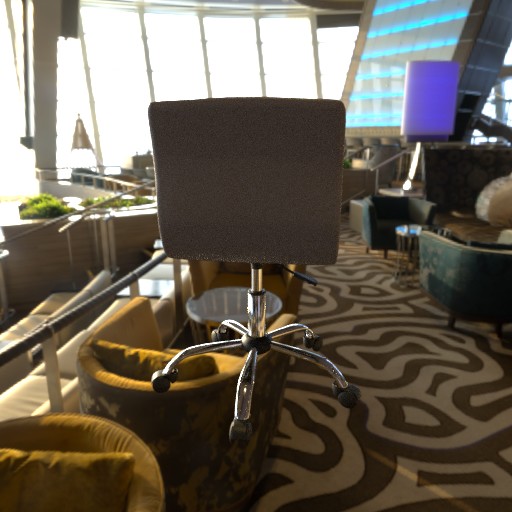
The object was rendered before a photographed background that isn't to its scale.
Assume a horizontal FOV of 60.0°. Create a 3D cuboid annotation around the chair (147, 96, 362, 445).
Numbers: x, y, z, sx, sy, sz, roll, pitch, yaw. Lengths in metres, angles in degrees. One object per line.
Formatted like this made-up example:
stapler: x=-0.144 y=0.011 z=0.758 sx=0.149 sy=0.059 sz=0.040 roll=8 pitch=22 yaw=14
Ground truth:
chair: x=0.000 y=0.000 z=1.149 sx=0.569 sy=0.750 sz=0.542 roll=2 pitch=15 yaw=8
